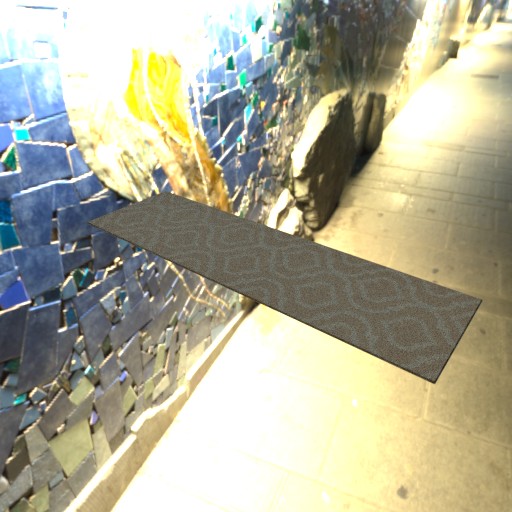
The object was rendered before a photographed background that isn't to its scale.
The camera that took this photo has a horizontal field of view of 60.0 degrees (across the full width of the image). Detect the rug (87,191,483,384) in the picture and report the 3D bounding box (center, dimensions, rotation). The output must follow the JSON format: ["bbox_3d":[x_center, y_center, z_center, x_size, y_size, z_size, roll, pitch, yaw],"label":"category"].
[{"bbox_3d":[0.000,0.000,2.551,2.289,0.013,0.691,22,37,32],"label":"rug"}]
